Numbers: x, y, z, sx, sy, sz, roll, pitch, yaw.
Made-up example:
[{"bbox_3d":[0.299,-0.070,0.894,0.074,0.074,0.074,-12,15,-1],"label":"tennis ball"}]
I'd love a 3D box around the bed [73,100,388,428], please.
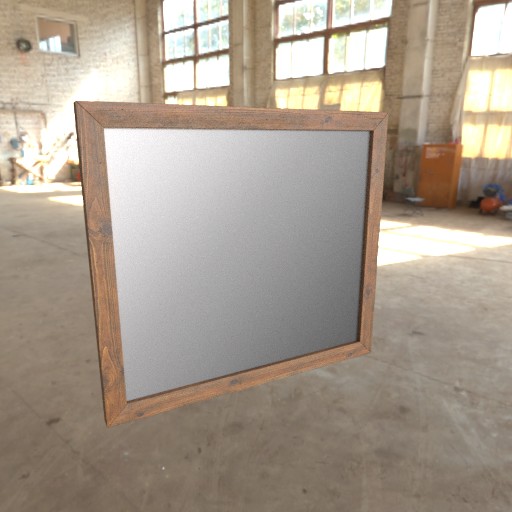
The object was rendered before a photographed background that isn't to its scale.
[{"bbox_3d":[0.000,0.000,1.482,1.046,0.942,0.046,-8,17,-27],"label":"bed"}]
